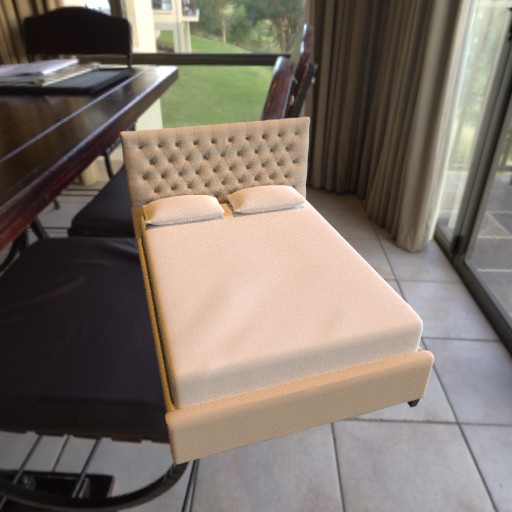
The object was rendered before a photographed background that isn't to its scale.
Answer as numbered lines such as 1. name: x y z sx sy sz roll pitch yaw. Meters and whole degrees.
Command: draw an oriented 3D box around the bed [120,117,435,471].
1. bed: 0.000 0.000 3.333 1.696 1.426 2.233 -9 33 -15
